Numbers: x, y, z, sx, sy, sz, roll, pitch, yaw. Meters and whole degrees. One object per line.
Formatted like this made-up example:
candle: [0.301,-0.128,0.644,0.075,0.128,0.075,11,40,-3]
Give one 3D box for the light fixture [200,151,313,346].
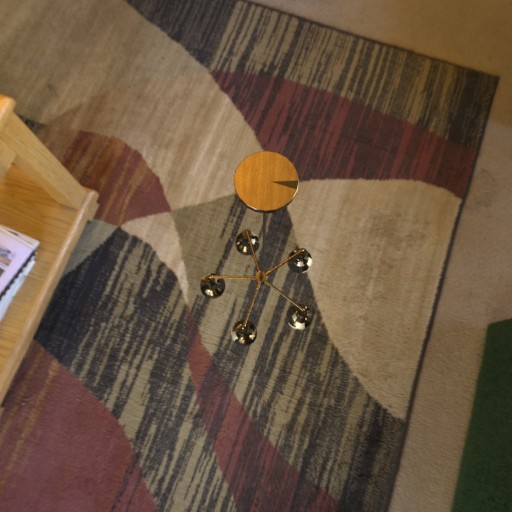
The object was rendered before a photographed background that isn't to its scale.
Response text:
light fixture: [0.000,0.000,1.227,0.421,0.988,0.438,1,75,0]
